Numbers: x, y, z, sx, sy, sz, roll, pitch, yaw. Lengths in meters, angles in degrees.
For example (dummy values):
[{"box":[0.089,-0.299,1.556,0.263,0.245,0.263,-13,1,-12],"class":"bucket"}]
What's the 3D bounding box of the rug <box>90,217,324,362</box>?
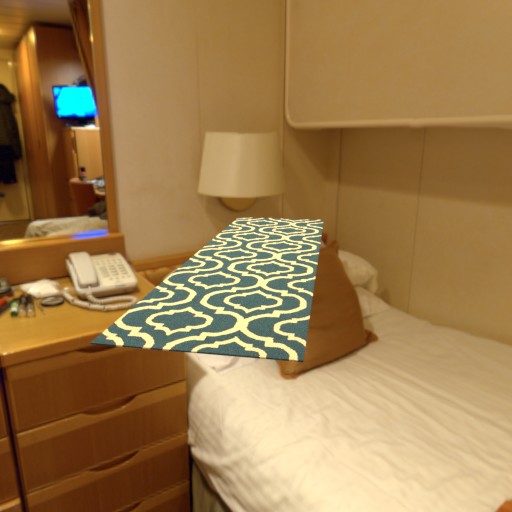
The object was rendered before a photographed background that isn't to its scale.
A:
[{"box":[0.000,0.000,2.464,0.685,0.006,2.296,3,15,10],"class":"rug"}]
